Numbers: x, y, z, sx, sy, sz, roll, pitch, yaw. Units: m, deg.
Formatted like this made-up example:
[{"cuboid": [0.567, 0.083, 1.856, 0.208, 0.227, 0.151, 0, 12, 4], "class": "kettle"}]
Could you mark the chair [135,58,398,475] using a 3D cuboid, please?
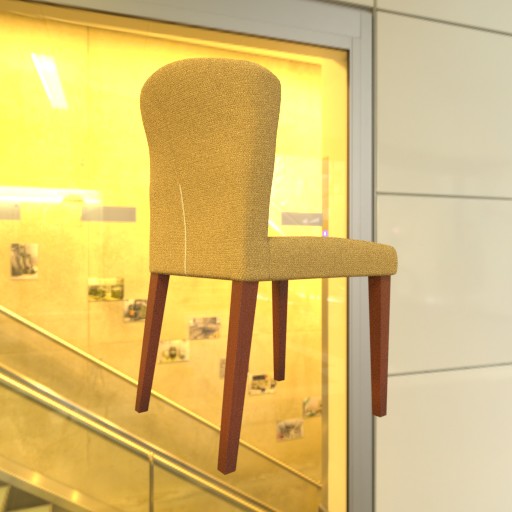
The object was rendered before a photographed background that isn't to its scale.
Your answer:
[{"cuboid": [0.000, 0.000, 1.173, 0.589, 0.839, 0.491, 0, 1, -37], "class": "chair"}]
